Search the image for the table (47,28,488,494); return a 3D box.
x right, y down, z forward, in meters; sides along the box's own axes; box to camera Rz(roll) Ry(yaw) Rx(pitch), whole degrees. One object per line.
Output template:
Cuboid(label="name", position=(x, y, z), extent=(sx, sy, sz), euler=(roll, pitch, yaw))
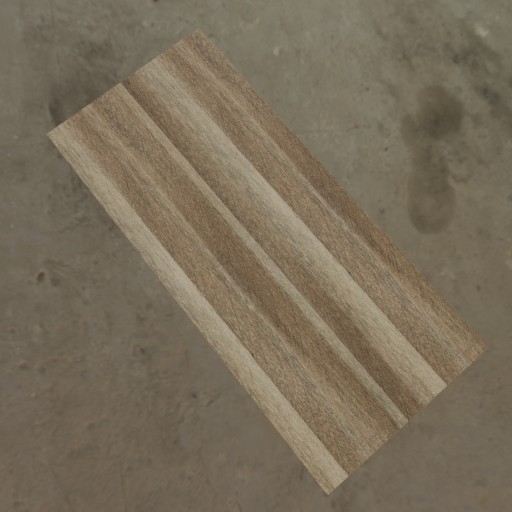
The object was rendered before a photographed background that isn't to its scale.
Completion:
Cuboid(label="table", position=(0.000, 0.000, 1.314), extent=(0.493, 0.480, 1.095), euler=(-39, 81, -8))
